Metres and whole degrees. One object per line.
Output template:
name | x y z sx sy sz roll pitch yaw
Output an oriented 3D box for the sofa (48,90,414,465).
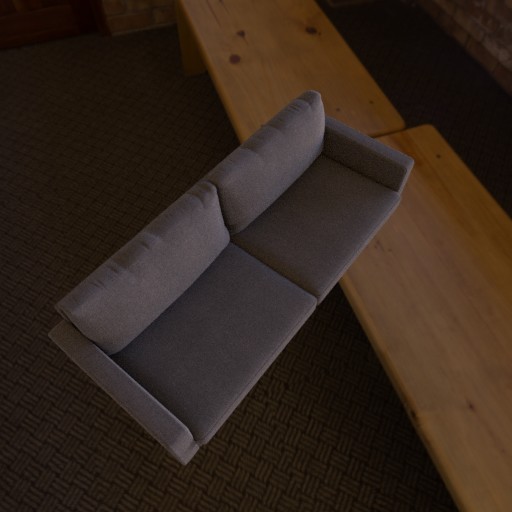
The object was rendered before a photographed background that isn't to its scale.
sofa | 0.000 0.000 2.536 0.880 0.880 2.100 34 63 20
